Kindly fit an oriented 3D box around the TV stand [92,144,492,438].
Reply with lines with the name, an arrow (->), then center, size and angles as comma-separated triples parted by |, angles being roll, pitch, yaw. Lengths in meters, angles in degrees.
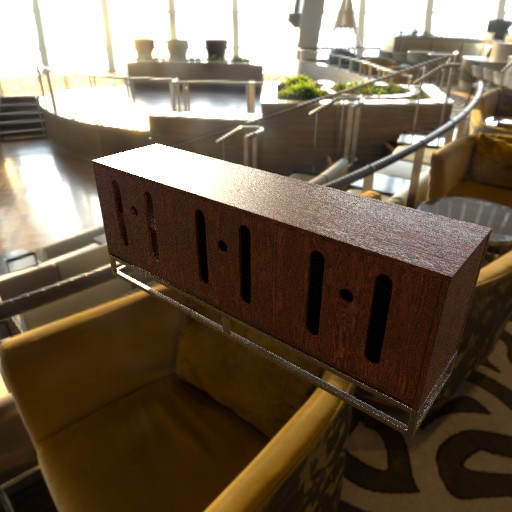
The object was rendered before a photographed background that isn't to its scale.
TV stand -> 0.000, 0.000, 1.771 | 1.541, 0.578, 0.382 | 21, 35, 34
